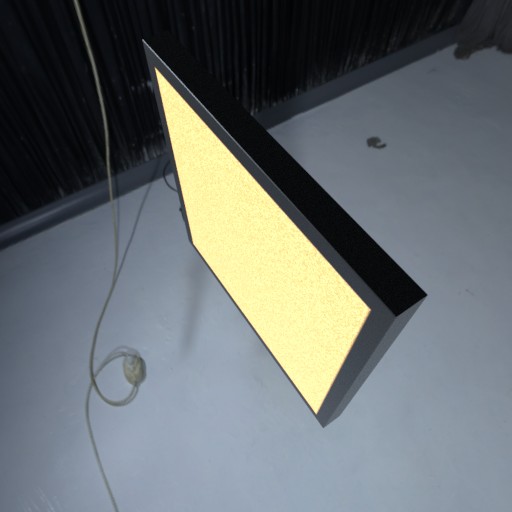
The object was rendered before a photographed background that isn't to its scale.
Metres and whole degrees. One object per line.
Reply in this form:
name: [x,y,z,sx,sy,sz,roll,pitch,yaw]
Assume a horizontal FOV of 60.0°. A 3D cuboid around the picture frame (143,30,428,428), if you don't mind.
picture frame: [0.000,0.000,0.509,0.029,0.353,0.355,-30,63,-17]
